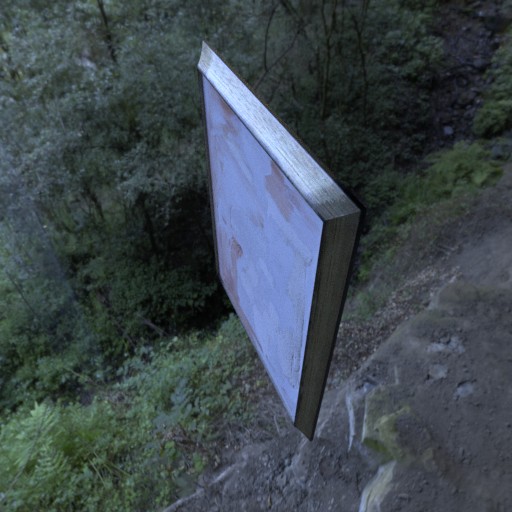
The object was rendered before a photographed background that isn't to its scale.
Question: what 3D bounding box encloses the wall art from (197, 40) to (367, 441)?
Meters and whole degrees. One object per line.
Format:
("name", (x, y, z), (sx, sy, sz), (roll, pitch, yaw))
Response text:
("wall art", (0.000, 0.000, 0.629), (0.023, 0.457, 0.381), (-17, 48, -16))
